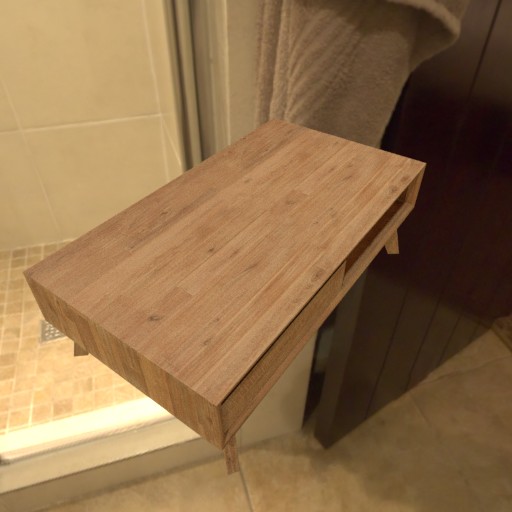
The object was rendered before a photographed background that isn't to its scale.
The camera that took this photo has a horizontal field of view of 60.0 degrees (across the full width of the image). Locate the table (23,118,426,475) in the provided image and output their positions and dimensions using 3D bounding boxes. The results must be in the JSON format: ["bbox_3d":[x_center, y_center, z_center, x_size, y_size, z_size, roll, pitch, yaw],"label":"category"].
[{"bbox_3d":[0.000,0.000,2.065,0.918,0.531,1.619,25,47,26],"label":"table"}]
